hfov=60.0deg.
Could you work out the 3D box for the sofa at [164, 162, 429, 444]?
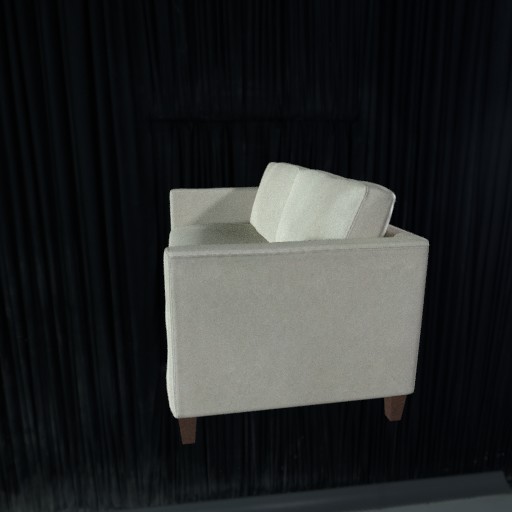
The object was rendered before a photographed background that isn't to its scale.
[{"bbox_3d":[0.000,0.000,2.400,0.950,0.940,1.846,-3,15,-10],"label":"sofa"}]
